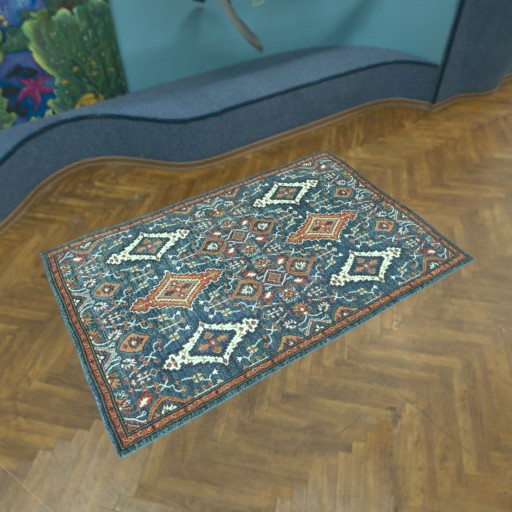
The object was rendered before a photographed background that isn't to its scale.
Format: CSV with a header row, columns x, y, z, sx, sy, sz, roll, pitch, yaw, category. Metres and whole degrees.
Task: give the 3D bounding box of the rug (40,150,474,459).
x,y,z,sx,sy,sz,roll,pitch,yaw,category
0.000,0.000,2.218,1.847,0.014,1.195,-24,50,-22,rug
